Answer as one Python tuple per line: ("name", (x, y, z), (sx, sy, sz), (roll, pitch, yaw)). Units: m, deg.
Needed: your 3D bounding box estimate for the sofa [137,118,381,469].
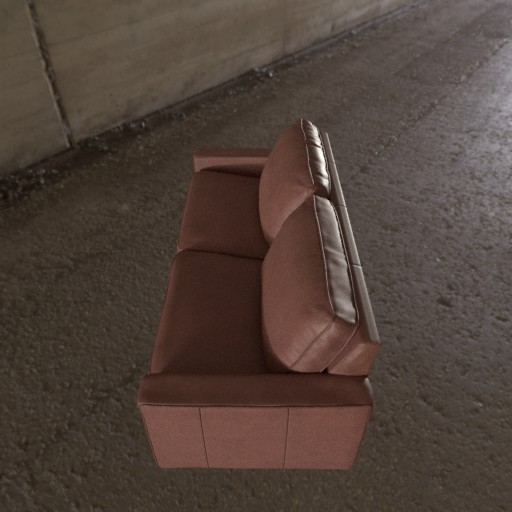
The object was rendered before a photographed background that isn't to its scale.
("sofa", (0.000, 0.000, 2.524), (0.940, 0.919, 2.080), (0, 41, 0))
